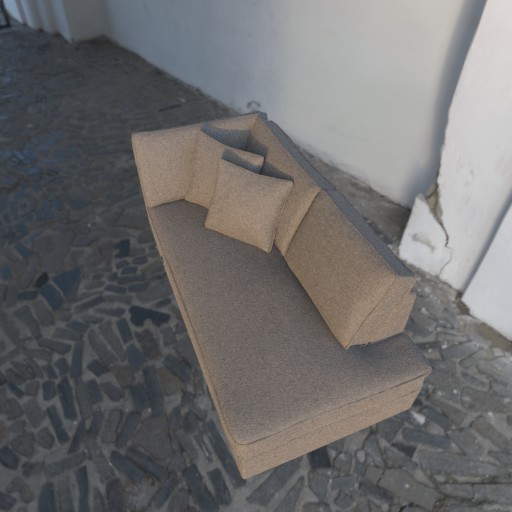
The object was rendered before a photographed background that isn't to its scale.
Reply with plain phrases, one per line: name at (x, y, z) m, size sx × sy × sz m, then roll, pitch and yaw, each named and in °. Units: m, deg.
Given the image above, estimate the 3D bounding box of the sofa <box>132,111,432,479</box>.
sofa at (0.000, 0.000, 2.849) m, size 1.110 × 1.033 × 2.237 m, roll -16°, pitch 48°, yaw -16°
